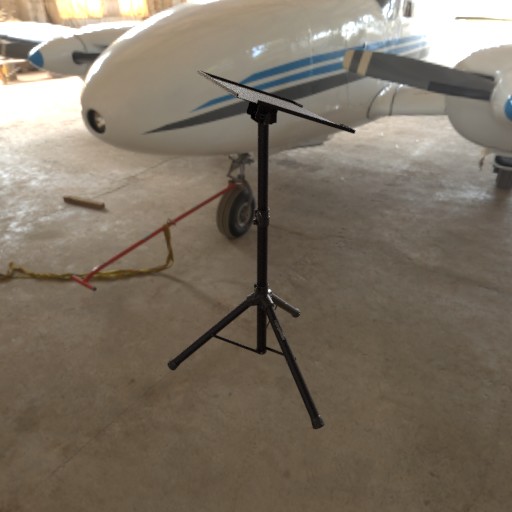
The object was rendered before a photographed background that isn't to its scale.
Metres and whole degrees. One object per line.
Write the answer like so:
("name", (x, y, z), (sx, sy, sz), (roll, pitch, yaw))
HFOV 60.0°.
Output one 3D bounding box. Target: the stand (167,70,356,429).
("stand", (0.000, 0.000, 1.610), (0.702, 1.198, 0.702), (-10, 32, -17))
